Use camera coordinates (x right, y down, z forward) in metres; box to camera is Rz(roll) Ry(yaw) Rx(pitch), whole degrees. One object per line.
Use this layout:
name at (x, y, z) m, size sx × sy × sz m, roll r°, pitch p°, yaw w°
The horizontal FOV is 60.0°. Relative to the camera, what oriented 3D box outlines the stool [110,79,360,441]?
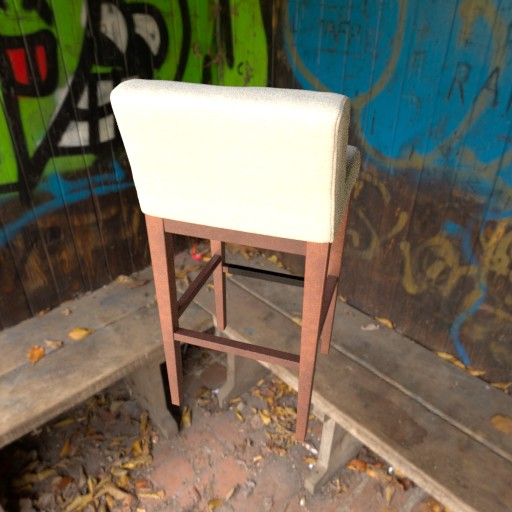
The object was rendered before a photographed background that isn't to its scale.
stool at (0.000, 0.000, 1.329) m, size 0.511 × 1.037 × 0.500 m, roll 10°, pitch 33°, yaw 16°
